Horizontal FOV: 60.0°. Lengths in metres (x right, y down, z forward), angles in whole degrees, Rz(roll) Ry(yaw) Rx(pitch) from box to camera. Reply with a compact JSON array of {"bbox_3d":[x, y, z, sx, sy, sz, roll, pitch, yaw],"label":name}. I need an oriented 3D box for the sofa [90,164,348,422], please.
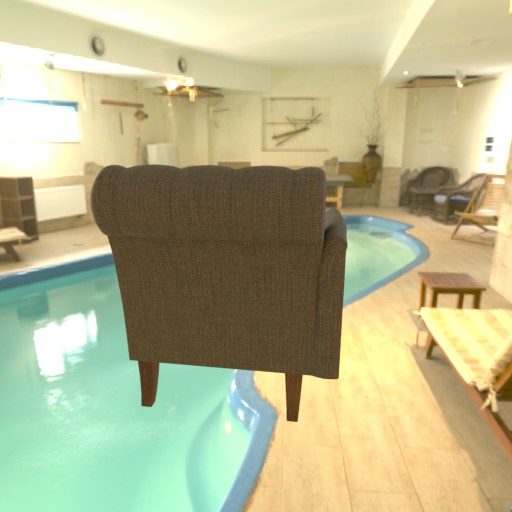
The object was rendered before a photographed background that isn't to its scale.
[{"bbox_3d":[0.000,0.000,1.794,0.675,0.787,1.379,2,15,9],"label":"sofa"}]
